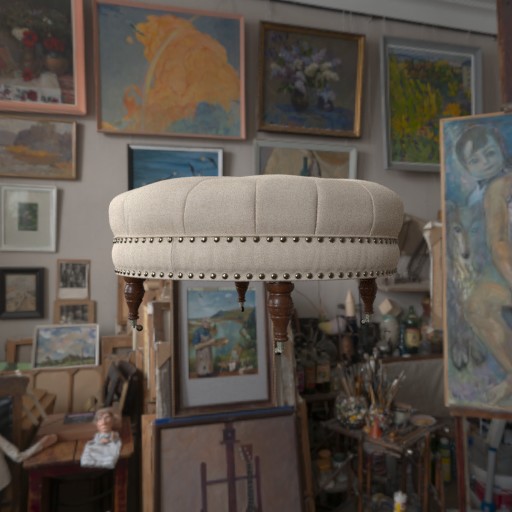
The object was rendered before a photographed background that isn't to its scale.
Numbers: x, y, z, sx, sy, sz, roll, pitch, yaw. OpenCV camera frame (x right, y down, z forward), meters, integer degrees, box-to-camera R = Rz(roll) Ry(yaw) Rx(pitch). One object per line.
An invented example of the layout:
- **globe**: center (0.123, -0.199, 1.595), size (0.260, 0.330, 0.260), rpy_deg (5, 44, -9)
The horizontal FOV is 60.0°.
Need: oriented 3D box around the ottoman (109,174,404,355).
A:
- **ottoman**: center (0.000, 0.000, 1.488), size (0.940, 0.483, 0.940), rpy_deg (0, 1, 0)
